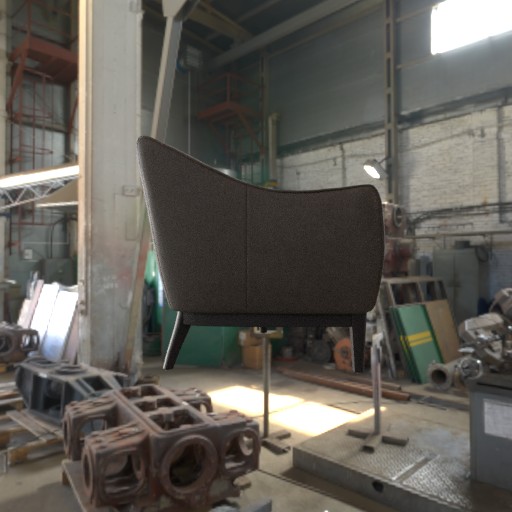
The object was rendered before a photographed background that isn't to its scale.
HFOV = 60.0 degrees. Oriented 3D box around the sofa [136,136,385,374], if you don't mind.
[{"bbox_3d":[0.000,0.000,2.382,0.869,0.831,1.928,0,-1,0],"label":"sofa"}]
